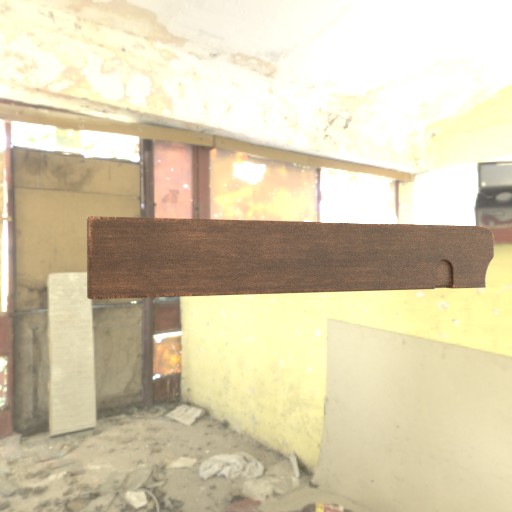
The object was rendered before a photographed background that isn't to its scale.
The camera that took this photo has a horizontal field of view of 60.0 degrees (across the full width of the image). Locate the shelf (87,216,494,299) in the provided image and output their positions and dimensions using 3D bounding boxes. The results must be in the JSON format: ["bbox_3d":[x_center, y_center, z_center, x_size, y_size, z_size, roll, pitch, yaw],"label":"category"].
[{"bbox_3d":[0.000,0.000,0.460,0.310,0.050,0.310,0,0,-17],"label":"shelf"}]
